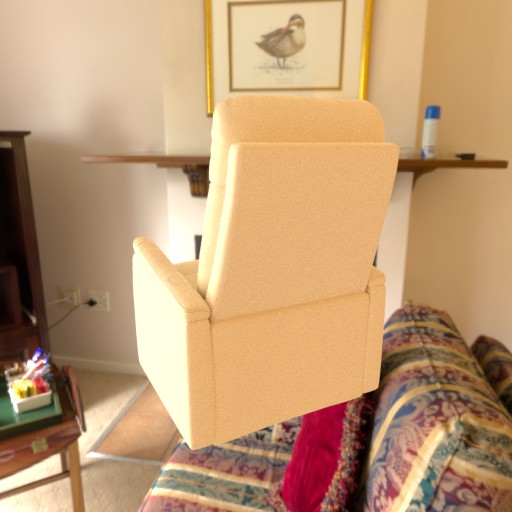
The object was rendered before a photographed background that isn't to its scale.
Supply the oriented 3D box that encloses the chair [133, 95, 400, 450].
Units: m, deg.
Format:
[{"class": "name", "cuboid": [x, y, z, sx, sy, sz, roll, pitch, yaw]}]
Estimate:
[{"class": "chair", "cuboid": [0.000, 0.000, 1.650, 0.775, 1.082, 0.831, -8, 16, -27]}]
